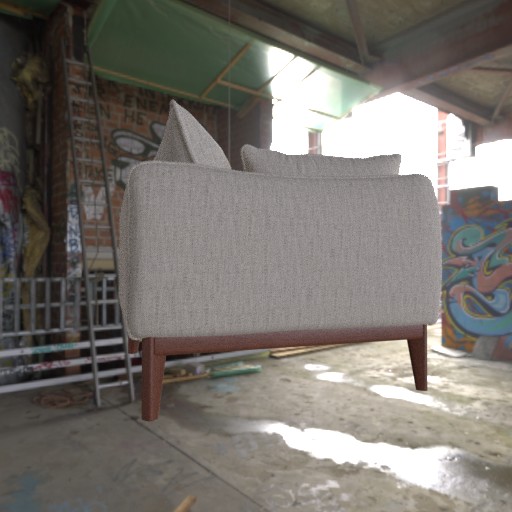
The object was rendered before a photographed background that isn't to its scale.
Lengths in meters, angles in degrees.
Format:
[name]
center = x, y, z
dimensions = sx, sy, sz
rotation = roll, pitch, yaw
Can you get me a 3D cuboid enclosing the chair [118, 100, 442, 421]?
[chair]
center = 0.000, 0.000, 1.699
dimensions = 0.991, 0.855, 0.994
rotation = 0, -1, -18
